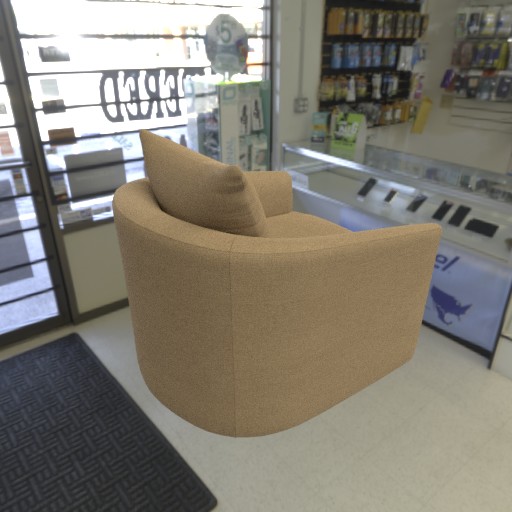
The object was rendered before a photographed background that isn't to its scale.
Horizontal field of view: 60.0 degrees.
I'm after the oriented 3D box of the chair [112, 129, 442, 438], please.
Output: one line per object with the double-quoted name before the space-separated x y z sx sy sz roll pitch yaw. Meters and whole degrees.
"chair" 0.000 0.000 1.561 0.910 0.848 0.845 -17 31 -31
